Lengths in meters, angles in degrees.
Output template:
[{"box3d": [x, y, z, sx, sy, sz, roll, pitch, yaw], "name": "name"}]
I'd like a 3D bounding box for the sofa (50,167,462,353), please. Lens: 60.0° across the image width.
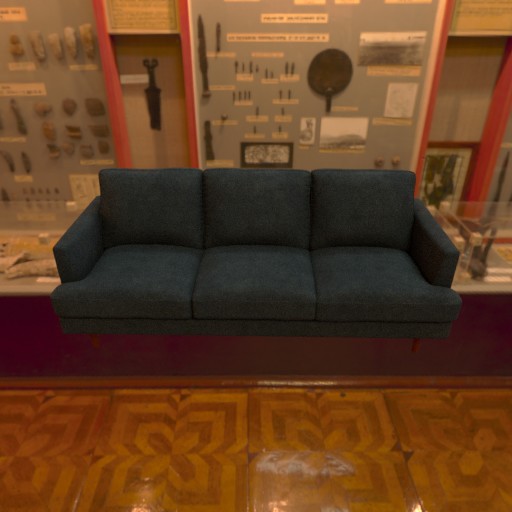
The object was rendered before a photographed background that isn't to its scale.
[{"box3d": [0.000, 0.000, 2.751, 2.246, 0.930, 0.903, 1, 30, 1], "name": "sofa"}]
